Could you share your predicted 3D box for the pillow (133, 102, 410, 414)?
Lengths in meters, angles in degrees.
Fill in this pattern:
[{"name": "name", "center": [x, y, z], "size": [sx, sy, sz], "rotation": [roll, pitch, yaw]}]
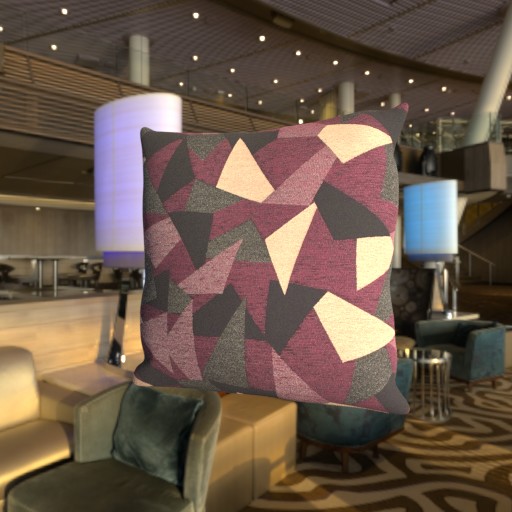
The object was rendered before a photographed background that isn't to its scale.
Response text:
[{"name": "pillow", "center": [0.000, 0.000, 0.768], "size": [0.503, 0.496, 0.208], "rotation": [0, 0, 19]}]
